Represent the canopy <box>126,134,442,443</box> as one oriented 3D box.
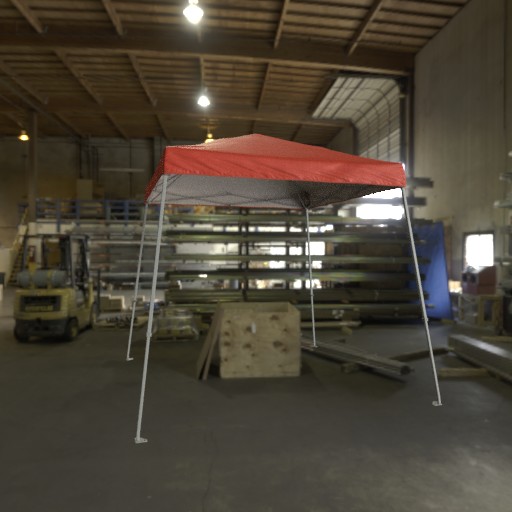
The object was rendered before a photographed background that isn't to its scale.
[{"bbox_3d":[0.000,0.000,5.180,2.850,2.850,2.849,0,0,-18],"label":"canopy"}]
